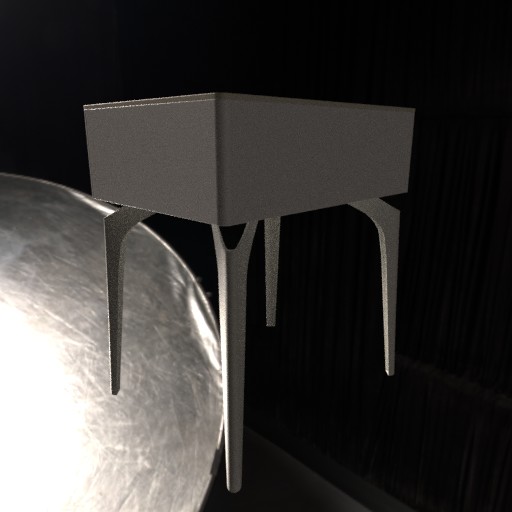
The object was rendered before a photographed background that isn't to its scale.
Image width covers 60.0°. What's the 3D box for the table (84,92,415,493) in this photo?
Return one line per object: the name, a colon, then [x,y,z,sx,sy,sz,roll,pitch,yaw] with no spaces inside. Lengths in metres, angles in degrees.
table: [0.000,0.000,0.896,0.400,0.570,0.500,15,21,43]
